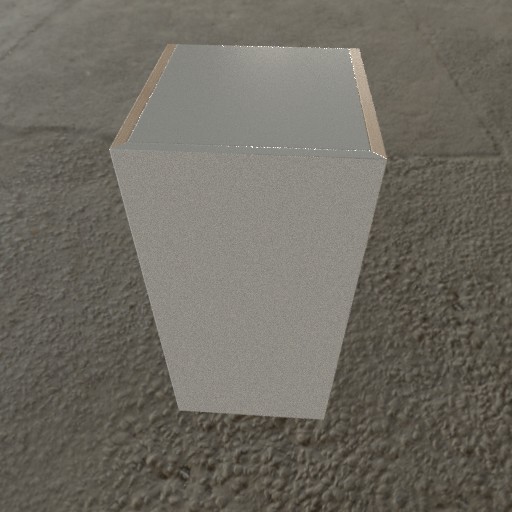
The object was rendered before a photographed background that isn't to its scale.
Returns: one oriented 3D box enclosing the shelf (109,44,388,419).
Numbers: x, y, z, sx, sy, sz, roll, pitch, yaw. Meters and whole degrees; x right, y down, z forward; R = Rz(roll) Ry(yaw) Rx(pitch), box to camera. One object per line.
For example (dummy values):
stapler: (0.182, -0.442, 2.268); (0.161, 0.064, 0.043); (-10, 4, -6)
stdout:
shelf: (0.000, 0.000, 0.770); (0.290, 0.594, 0.297); (3, 45, 3)
